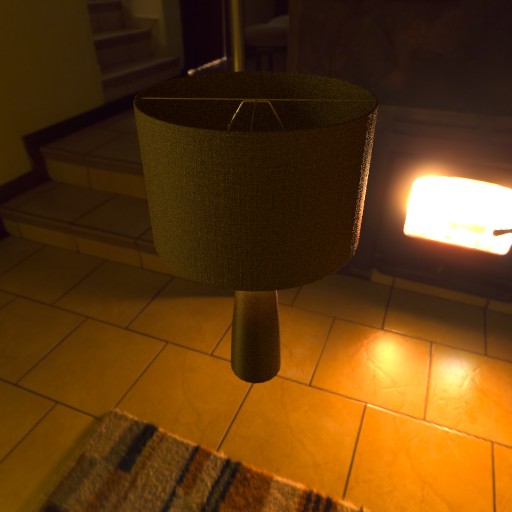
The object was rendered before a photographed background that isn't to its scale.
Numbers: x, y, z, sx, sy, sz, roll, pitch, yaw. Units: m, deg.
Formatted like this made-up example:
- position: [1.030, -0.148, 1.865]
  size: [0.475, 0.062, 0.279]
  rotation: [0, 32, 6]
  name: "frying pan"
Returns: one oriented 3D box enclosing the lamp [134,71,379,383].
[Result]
- position: [0.000, 0.000, 0.695]
  size: [0.303, 0.488, 0.303]
  rotation: [0, 33, 0]
  name: "lamp"
